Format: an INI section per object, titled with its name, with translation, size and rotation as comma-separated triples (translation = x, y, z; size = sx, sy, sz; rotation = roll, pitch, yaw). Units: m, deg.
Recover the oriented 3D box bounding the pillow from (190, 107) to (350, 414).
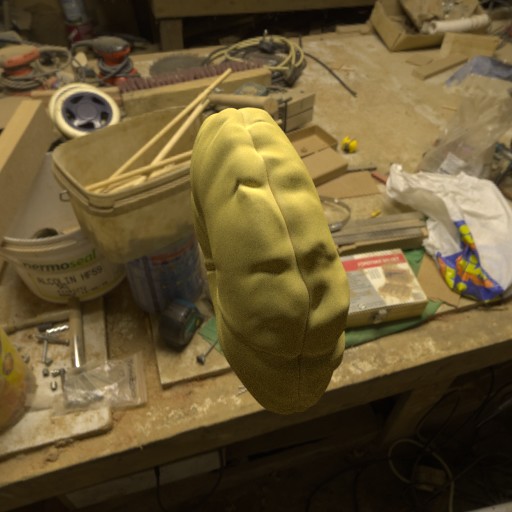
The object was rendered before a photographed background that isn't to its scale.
[pillow]
translation = 0.000, 0.000, 0.636
size = 0.148, 0.407, 0.428
rotation = -11, 49, -10
